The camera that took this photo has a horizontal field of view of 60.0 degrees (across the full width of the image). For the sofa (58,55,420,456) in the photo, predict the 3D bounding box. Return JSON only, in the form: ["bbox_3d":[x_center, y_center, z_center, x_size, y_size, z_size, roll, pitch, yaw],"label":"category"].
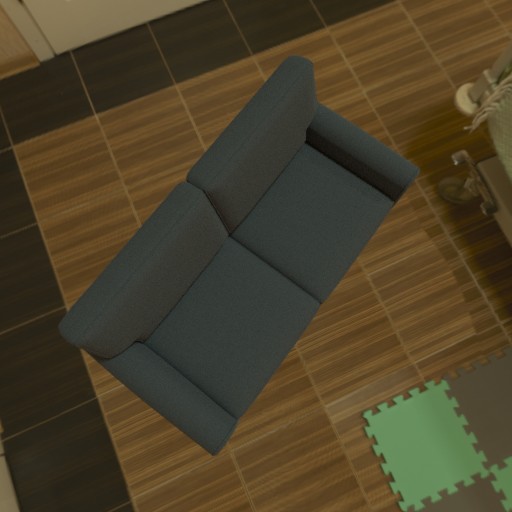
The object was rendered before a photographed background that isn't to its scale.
[{"bbox_3d":[0.000,0.000,2.522,0.940,1.020,1.930,36,78,9],"label":"sofa"}]
